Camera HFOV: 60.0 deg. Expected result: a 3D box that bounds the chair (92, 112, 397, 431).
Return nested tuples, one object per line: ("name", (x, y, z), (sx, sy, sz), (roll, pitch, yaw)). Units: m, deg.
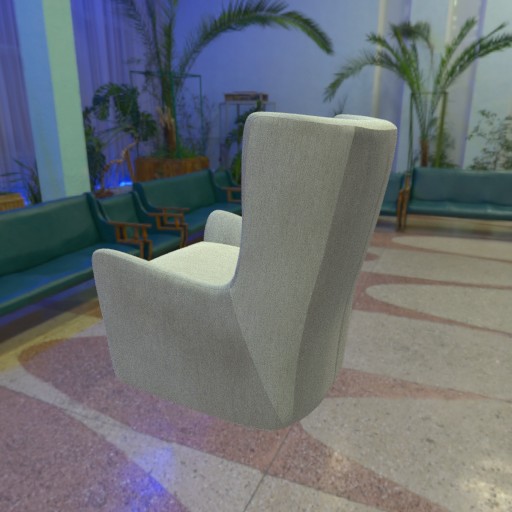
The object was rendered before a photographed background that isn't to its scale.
("chair", (0.000, 0.000, 1.636), (0.904, 1.000, 0.779), (8, 19, 25))
